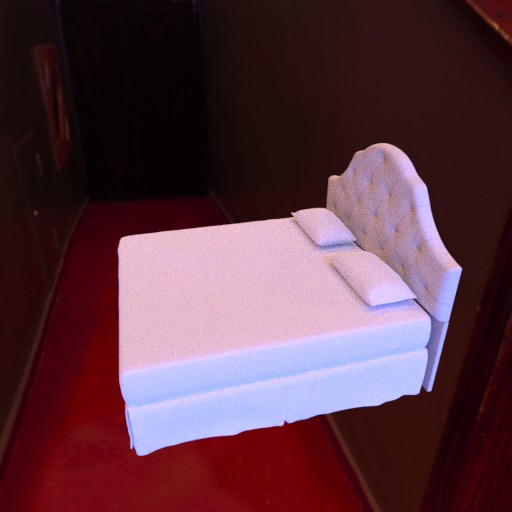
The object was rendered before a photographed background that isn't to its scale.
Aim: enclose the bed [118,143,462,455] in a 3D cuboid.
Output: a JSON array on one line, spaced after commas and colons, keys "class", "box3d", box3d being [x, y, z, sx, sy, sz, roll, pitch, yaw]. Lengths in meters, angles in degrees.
[{"class": "bed", "box3d": [0.000, 0.000, 3.535, 2.214, 1.615, 2.008, -7, 29, -13]}]
